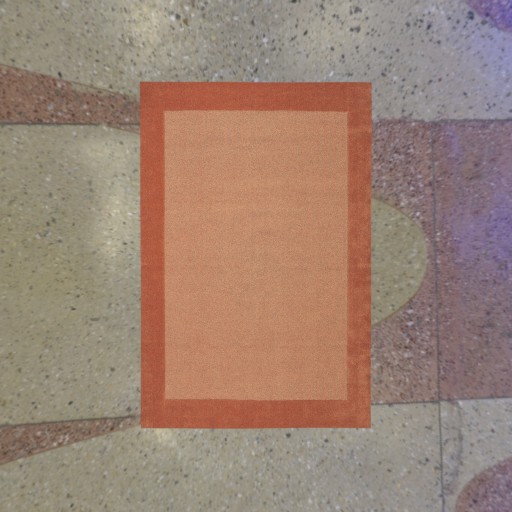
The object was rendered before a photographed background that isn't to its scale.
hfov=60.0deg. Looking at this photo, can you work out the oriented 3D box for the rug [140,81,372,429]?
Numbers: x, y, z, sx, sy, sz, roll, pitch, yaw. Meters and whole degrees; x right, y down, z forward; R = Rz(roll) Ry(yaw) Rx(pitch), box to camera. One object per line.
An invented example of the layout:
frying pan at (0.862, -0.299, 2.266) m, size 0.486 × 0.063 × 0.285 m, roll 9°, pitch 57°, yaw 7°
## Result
rug at (0.000, 0.000, 2.340) m, size 1.219 × 0.014 × 1.829 m, roll 0°, pitch 91°, yaw 0°
